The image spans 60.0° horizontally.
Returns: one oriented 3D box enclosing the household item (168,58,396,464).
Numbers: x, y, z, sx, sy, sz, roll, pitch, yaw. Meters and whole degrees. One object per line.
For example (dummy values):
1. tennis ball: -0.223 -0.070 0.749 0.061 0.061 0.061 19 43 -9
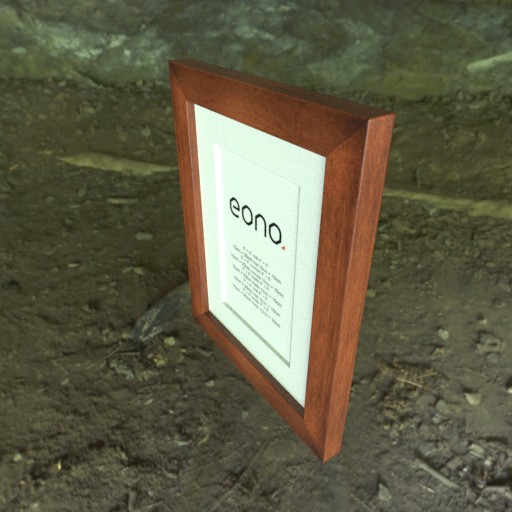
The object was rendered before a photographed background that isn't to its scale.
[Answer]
1. household item: 0.000 0.000 0.333 0.020 0.250 0.200 -20 37 -29
